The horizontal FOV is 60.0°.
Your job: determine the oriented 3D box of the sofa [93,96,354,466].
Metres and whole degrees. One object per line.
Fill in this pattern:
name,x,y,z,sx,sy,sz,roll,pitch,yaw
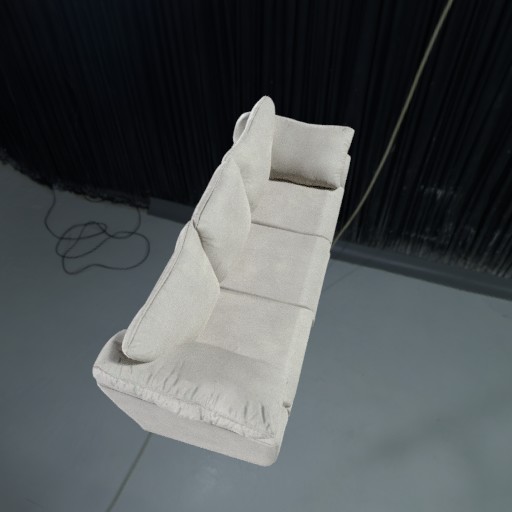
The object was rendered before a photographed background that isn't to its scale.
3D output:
sofa,0.000,0.000,2.773,0.878,0.996,2.334,12,49,11
